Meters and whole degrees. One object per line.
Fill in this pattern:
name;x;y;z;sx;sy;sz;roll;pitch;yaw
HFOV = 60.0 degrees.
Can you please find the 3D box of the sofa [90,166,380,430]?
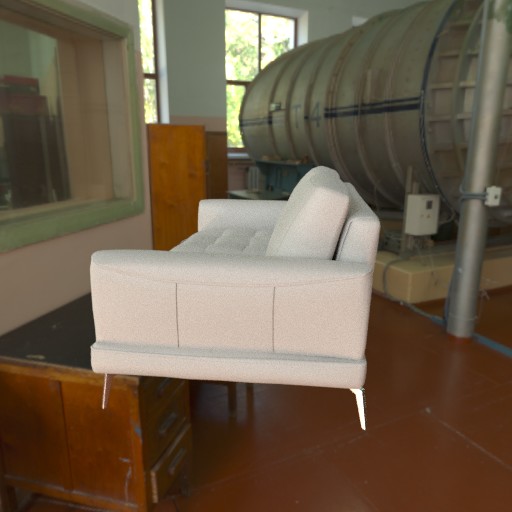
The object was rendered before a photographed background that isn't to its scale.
sofa;0.000;0.000;2.463;1.121;0.930;1.819;2;14;8
